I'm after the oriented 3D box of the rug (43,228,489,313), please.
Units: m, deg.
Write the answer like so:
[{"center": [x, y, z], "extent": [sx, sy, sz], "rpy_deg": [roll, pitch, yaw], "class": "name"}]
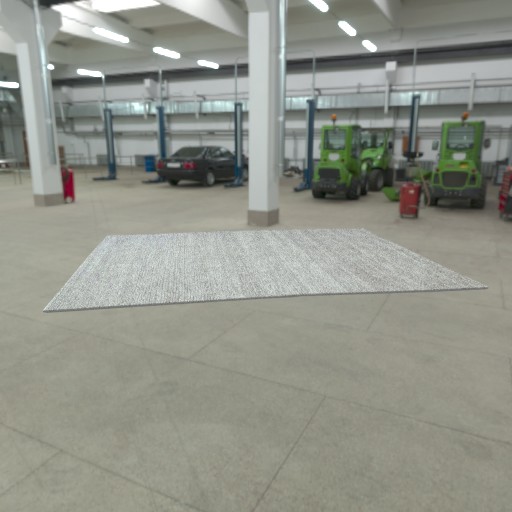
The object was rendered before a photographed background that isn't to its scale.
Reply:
[{"center": [0.000, 0.000, 4.285], "extent": [3.202, 0.045, 2.434], "rpy_deg": [-2, 15, -8], "class": "rug"}]
